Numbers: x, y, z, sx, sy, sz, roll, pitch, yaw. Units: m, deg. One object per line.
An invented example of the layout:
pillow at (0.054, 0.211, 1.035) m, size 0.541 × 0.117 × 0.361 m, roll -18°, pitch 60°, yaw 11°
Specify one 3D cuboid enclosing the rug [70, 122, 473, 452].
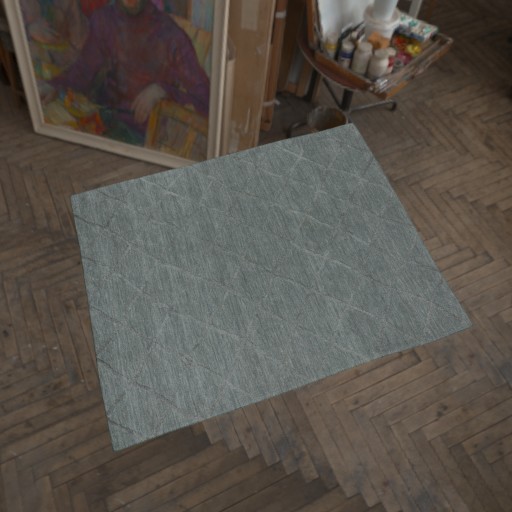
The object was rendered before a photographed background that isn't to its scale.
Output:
rug at (0.000, 0.000, 4.006) m, size 3.048 × 0.013 × 2.438 m, roll -17°, pitch 63°, yaw -9°
